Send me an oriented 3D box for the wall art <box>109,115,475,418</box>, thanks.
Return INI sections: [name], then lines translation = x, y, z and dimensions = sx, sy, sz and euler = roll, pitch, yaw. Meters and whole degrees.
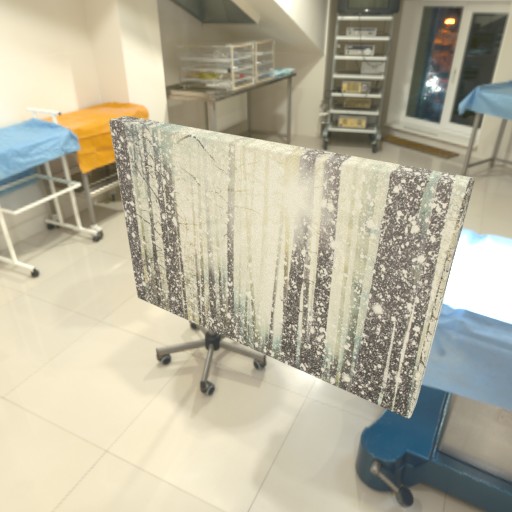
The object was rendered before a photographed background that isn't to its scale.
[wall art]
translation = 0.000, 0.000, 0.777
dimensions = 0.618, 0.398, 0.042
euler = 18, 35, 28
